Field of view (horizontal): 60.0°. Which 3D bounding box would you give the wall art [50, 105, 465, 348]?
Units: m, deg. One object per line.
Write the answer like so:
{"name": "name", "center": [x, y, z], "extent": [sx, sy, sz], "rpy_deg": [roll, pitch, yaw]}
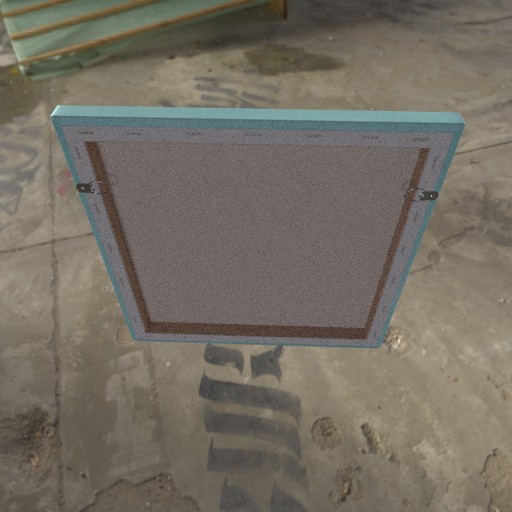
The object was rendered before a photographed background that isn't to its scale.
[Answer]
{"name": "wall art", "center": [0.000, 0.000, 1.545], "extent": [1.071, 1.073, 0.070], "rpy_deg": [1, 47, 1]}
